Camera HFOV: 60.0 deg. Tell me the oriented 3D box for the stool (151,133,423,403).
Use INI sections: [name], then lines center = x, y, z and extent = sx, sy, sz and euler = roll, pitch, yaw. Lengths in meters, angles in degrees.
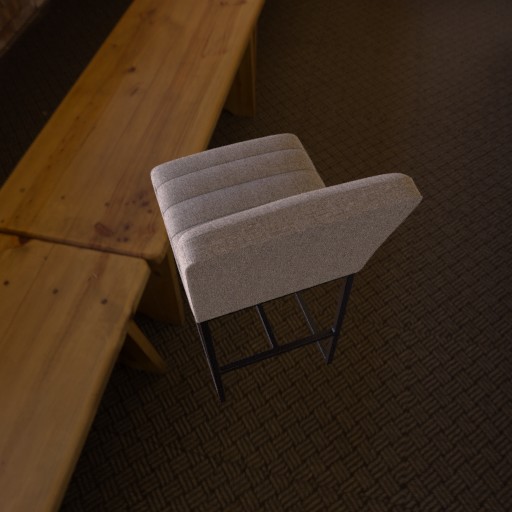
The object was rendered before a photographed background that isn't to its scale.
[stool]
center = 0.000, 0.000, 1.320
extent = 0.459, 1.034, 0.571
euler = -17, 59, -11
